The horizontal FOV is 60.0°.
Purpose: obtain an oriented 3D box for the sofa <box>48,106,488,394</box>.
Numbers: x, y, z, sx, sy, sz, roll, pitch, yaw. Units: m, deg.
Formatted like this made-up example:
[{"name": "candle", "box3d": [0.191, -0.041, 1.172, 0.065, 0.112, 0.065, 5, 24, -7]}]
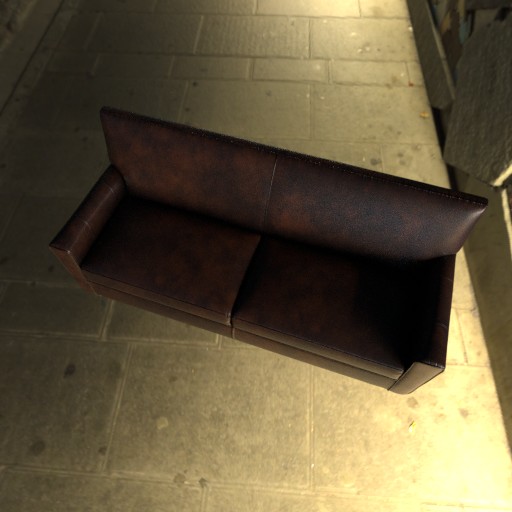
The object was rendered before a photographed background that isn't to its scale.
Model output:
[{"name": "sofa", "box3d": [0.000, 0.000, 2.375, 1.995, 0.871, 0.786, 16, 59, 10]}]
